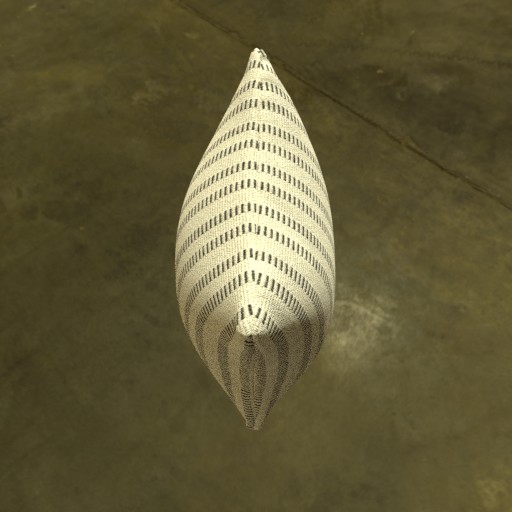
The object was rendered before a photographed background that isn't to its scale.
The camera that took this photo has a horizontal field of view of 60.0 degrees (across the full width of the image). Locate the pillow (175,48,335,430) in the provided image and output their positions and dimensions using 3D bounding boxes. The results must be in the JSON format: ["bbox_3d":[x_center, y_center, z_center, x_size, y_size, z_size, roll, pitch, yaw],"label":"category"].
[{"bbox_3d":[0.000,0.000,0.685,0.247,0.419,0.438,1,58,1],"label":"pillow"}]
